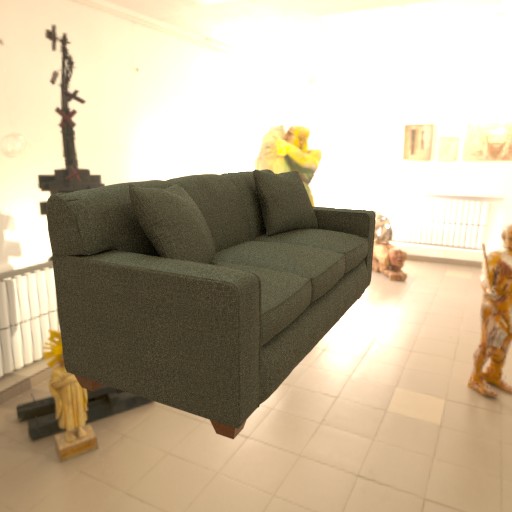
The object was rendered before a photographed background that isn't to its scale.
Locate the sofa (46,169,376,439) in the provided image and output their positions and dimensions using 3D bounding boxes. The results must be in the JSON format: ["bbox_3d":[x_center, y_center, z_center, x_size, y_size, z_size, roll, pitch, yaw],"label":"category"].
[{"bbox_3d":[0.000,0.000,2.616,0.997,0.958,2.024,7,16,27],"label":"sofa"}]
